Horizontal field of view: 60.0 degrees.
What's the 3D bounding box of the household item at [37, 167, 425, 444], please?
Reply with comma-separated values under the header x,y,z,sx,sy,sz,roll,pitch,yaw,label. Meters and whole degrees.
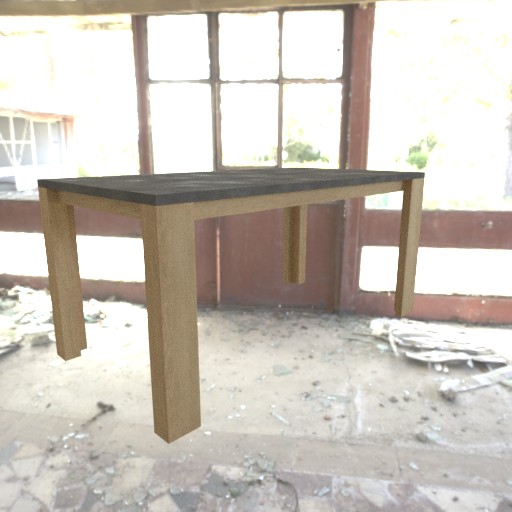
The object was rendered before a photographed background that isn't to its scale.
x,y,z,sx,sy,sz,roll,pitch,yaw,label
0.000,0.000,2.099,1.600,0.755,0.850,-13,19,-43,household item
